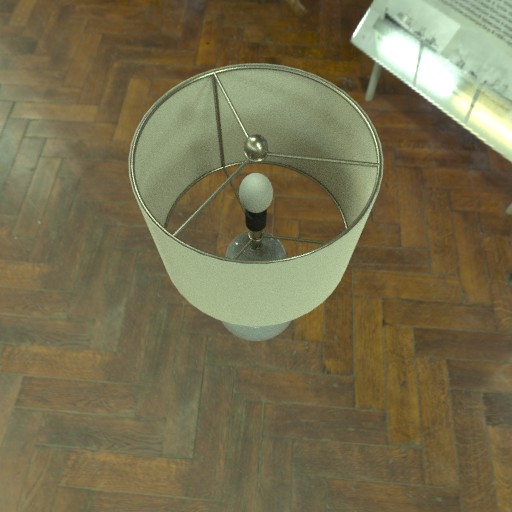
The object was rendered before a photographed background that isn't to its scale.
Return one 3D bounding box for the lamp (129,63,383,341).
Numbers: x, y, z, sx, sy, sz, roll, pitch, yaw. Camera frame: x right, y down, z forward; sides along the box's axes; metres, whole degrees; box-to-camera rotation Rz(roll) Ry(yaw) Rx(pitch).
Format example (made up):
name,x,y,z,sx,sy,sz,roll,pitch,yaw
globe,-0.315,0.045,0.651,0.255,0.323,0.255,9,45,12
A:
name,x,y,z,sx,sy,sz,roll,pitch,yaw
lamp,0.000,0.000,0.945,0.367,0.730,0.367,17,64,9
